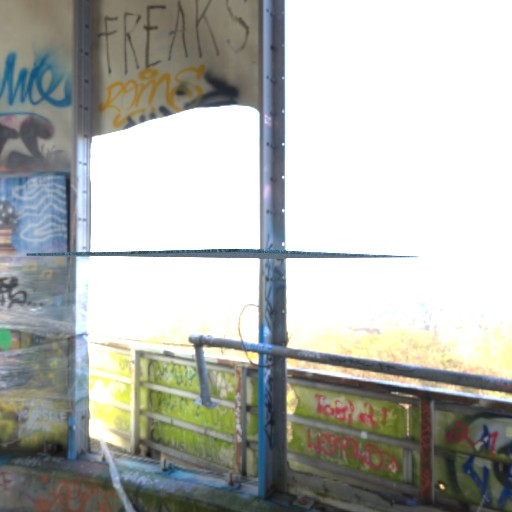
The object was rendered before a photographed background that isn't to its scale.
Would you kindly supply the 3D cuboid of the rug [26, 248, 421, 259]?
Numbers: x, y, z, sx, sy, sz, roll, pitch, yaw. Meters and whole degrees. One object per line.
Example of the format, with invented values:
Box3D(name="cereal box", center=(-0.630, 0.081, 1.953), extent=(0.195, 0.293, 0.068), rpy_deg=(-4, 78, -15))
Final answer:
Box3D(name="rug", center=(0.000, 0.000, 2.933), extent=(1.490, 0.015, 2.277), rpy_deg=(-1, -1, 36))
